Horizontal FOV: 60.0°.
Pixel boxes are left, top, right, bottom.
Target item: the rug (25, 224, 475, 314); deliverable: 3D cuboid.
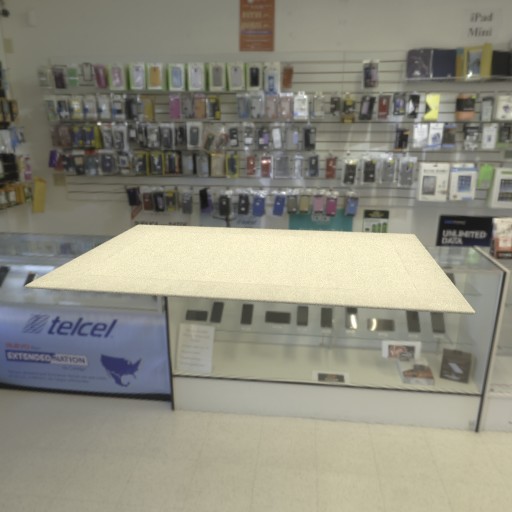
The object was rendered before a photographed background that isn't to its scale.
[{"bbox_3d":[0.000,0.000,2.344,1.829,0.013,1.219,3,17,8],"label":"rug"}]
